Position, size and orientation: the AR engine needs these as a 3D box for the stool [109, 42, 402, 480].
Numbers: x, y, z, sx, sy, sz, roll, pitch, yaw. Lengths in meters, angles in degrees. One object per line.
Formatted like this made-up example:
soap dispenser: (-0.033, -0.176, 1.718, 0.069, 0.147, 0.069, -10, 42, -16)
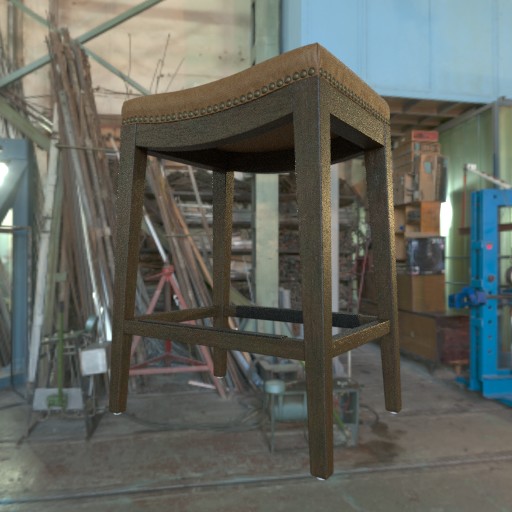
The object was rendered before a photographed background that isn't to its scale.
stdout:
stool: (0.000, 0.000, 0.932, 0.500, 0.660, 0.361, 0, 0, 35)
